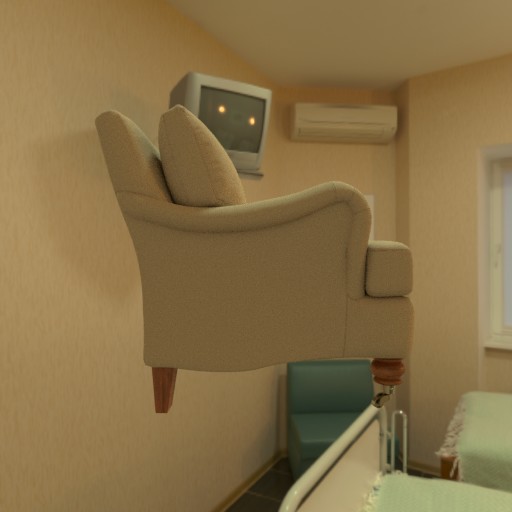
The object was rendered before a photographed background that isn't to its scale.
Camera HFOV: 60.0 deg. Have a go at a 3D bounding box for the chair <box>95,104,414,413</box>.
[{"bbox_3d":[0.000,0.000,1.877,1.070,1.038,0.955,0,0,0],"label":"chair"}]
